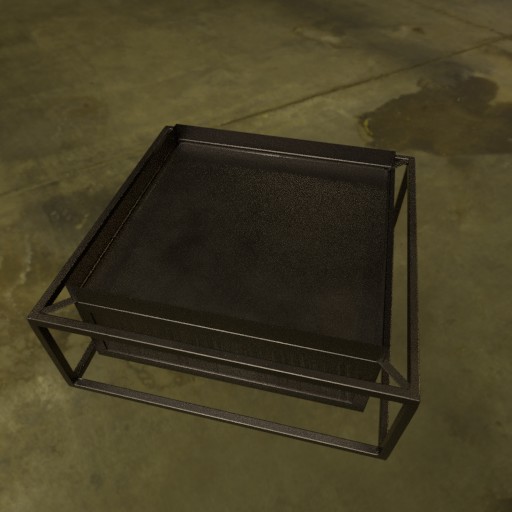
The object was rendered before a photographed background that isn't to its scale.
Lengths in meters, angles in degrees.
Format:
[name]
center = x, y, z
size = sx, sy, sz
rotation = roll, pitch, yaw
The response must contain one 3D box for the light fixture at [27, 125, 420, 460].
[light fixture]
center = 0.000, 0.000, 0.672
size = 0.441, 0.191, 0.441
rotation = 10, 47, 9
